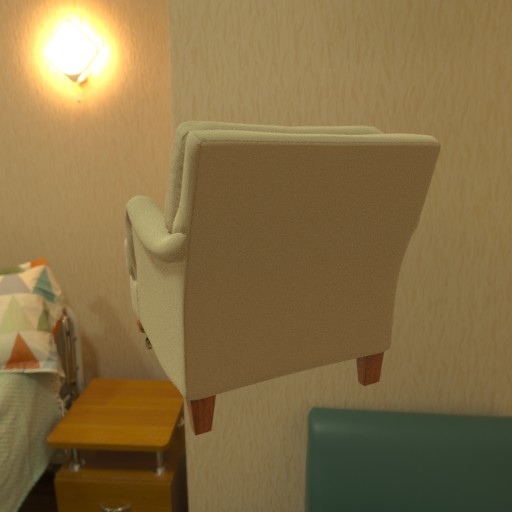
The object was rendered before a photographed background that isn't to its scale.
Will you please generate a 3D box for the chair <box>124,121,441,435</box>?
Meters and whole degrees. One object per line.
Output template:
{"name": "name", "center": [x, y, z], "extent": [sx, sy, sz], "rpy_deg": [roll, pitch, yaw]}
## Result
{"name": "chair", "center": [0.000, 0.000, 1.857], "extent": [0.955, 1.038, 1.070], "rpy_deg": [-7, 15, -26]}
